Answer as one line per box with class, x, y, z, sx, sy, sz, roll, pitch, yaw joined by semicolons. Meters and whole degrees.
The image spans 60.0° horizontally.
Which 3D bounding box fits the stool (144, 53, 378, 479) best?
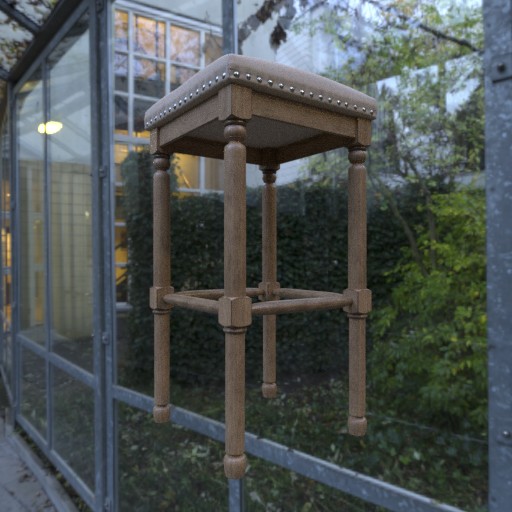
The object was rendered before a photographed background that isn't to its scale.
stool;0.000;0.000;0.997;0.383;0.768;0.382;0;0;-35
